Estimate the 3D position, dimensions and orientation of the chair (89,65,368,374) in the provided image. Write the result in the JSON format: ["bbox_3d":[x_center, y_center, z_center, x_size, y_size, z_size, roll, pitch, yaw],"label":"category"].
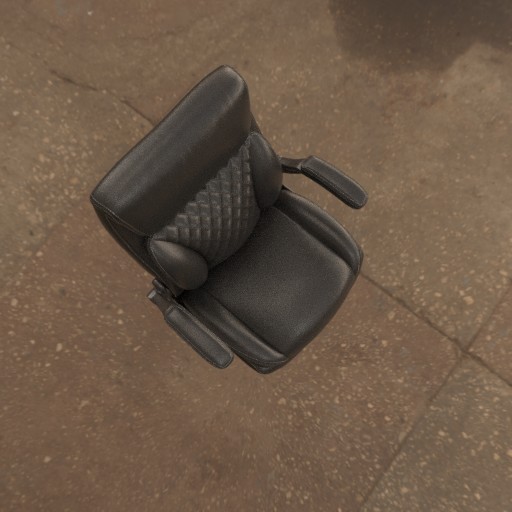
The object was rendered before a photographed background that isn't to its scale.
[{"bbox_3d":[0.000,0.000,1.640,0.724,1.110,0.782,40,79,9],"label":"chair"}]
